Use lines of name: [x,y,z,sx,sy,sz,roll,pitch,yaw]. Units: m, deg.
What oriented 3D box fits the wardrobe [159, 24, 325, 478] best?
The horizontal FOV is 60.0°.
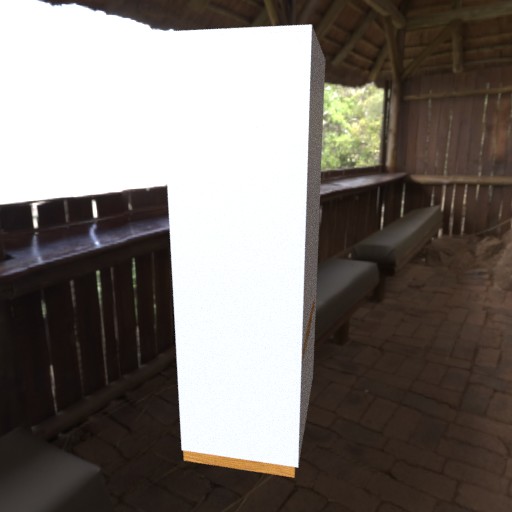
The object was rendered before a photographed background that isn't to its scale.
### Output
wardrobe: [0.000,0.000,2.370,0.600,2.040,0.860,3,16,11]
